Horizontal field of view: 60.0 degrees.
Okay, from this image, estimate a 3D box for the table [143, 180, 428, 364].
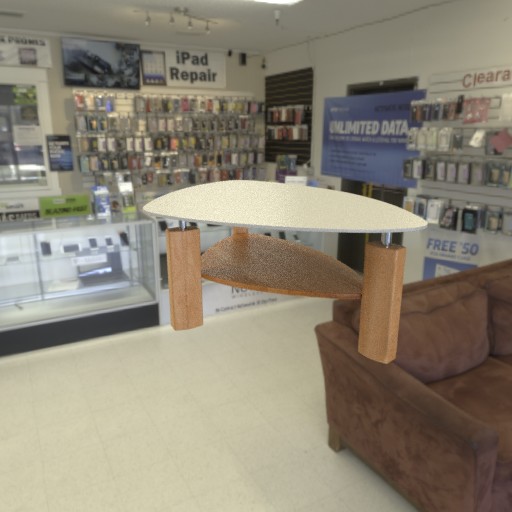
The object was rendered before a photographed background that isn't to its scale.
[{"bbox_3d":[0.000,0.000,1.726,0.850,0.440,1.250,-8,18,-26],"label":"table"}]
